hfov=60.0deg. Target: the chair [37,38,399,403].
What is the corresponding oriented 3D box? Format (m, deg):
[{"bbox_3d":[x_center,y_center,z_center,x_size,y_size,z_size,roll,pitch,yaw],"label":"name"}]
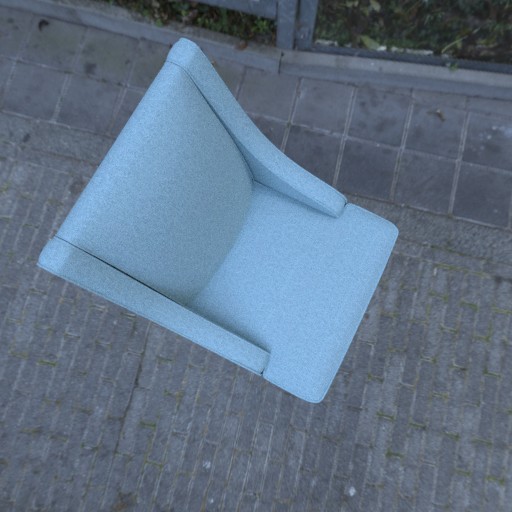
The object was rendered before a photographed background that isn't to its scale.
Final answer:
[{"bbox_3d":[0.000,0.000,1.847,1.025,1.133,0.857,27,79,6],"label":"chair"}]
